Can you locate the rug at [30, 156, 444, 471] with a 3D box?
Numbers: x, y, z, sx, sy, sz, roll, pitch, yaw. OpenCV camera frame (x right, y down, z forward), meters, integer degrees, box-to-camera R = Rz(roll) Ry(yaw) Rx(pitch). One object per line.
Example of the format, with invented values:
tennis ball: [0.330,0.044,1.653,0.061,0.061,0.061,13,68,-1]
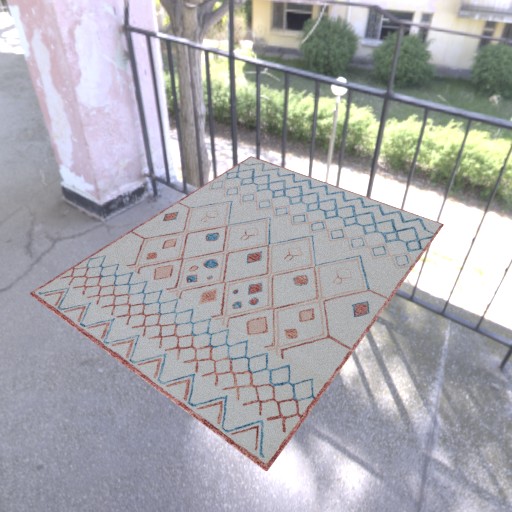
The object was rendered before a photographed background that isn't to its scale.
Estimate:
rug: [0.000,0.000,4.069,2.441,0.016,3.050,26,46,27]
